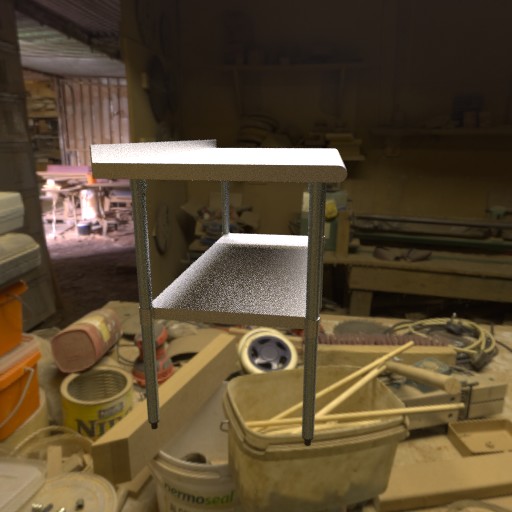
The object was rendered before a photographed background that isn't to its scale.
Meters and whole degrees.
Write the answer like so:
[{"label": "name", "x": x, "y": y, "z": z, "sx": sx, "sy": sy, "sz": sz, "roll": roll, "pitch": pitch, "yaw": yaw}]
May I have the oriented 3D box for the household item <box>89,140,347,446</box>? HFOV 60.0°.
[{"label": "household item", "x": 0.000, "y": 0.000, "z": 1.706, "sx": 0.610, "sy": 0.851, "sz": 1.219, "roll": 2, "pitch": 15, "yaw": 9}]
